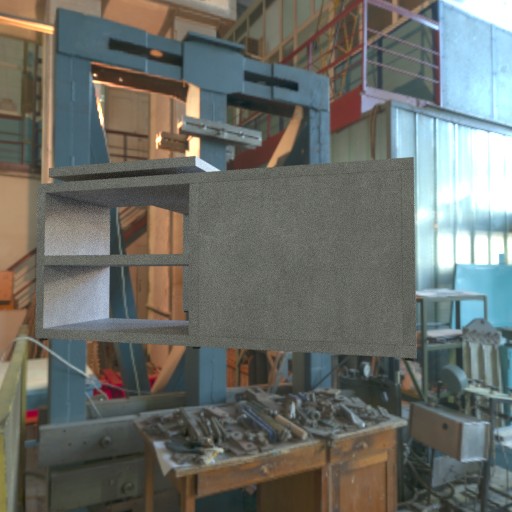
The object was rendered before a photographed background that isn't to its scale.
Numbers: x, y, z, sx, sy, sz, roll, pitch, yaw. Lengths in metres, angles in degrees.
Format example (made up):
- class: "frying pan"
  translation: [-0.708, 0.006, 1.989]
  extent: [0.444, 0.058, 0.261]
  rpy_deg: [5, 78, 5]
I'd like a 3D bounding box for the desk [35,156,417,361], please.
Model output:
- class: "desk"
  translation: [0.000, 0.000, 2.313]
  extent: [1.500, 0.740, 1.400]
  rpy_deg: [-1, -2, 17]
